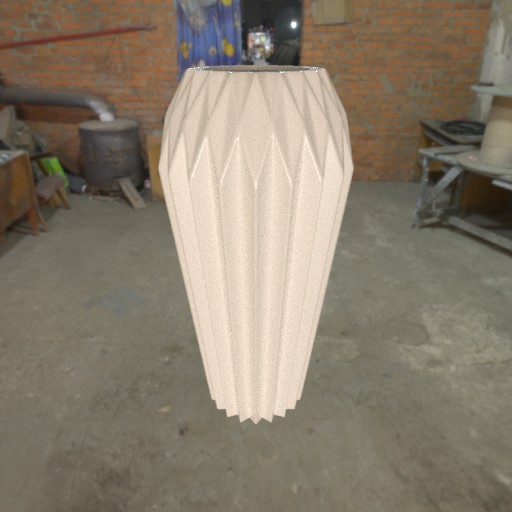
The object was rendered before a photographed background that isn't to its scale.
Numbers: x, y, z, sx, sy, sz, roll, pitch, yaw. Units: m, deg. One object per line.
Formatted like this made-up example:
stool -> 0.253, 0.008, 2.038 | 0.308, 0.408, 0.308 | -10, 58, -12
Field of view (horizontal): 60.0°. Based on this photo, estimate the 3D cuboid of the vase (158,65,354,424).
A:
vase -> 0.000, 0.000, 0.337 | 0.133, 0.263, 0.133 | 0, 26, 0
